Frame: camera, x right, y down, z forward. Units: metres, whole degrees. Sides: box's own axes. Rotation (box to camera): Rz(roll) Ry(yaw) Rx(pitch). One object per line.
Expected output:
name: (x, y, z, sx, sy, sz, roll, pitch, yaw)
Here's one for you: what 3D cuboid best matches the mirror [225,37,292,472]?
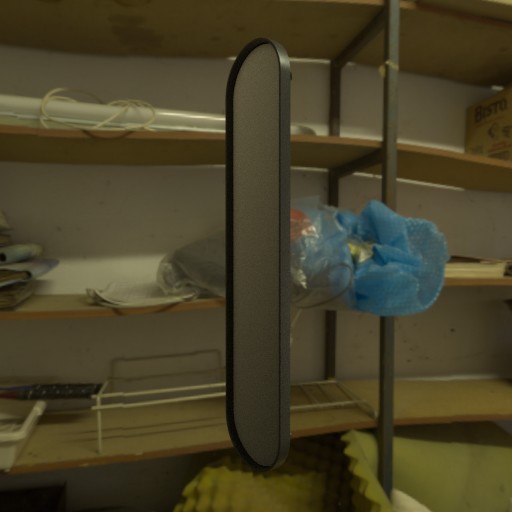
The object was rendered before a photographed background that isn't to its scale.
mirror: (0.000, 0.000, 1.037, 0.032, 0.991, 0.222, 0, 1, -36)
